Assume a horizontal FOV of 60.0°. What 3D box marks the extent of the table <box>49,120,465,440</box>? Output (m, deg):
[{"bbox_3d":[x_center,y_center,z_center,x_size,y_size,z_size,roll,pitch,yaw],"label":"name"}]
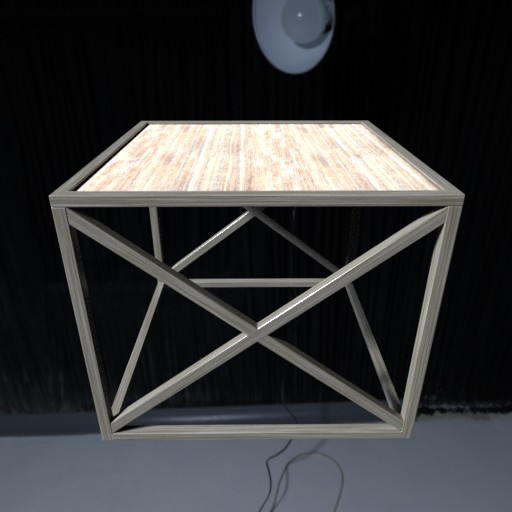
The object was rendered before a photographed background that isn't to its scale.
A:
[{"bbox_3d":[0.000,0.000,1.035,0.611,0.507,0.609,0,27,0],"label":"table"}]
